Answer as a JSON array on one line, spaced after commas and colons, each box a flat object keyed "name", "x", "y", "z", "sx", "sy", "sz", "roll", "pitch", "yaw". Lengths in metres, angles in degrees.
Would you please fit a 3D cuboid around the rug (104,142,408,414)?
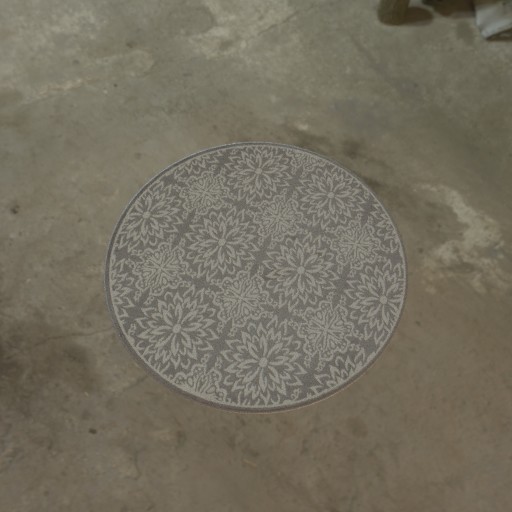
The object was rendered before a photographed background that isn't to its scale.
[{"name": "rug", "x": 0.000, "y": 0.000, "z": 2.346, "sx": 1.593, "sy": 0.012, "sz": 1.593, "roll": 0, "pitch": 62, "yaw": 0}]
